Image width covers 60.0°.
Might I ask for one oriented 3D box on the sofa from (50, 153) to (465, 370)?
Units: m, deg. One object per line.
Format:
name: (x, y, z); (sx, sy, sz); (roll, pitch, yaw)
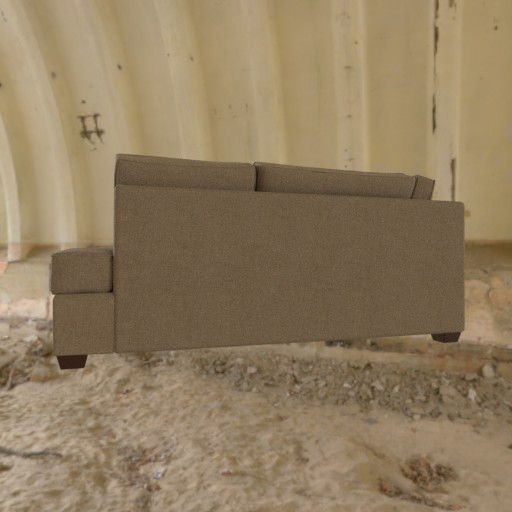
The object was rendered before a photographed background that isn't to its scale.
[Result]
sofa: (0.000, 0.000, 2.765); (2.238, 1.019, 1.110); (0, 0, -18)
